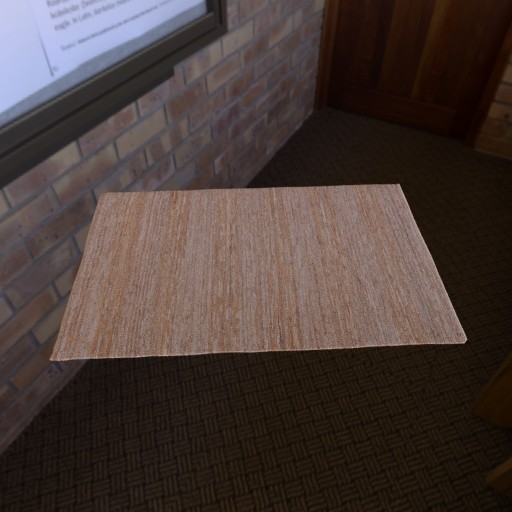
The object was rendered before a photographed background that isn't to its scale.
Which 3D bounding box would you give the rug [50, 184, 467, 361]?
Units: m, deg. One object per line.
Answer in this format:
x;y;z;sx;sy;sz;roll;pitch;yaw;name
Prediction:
0.000;0.000;3.101;2.446;0.009;1.529;-2;47;-2;rug
